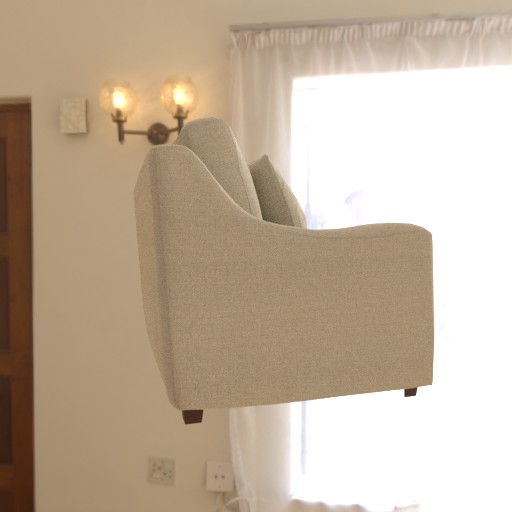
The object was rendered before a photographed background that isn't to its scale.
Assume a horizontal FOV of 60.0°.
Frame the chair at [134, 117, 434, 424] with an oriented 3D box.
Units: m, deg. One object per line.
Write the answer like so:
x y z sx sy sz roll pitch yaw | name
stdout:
0.000 0.000 1.975 1.009 1.016 1.178 -1 2 -18 | chair
